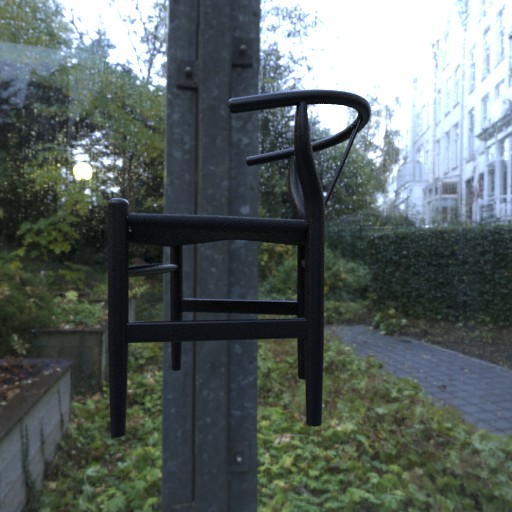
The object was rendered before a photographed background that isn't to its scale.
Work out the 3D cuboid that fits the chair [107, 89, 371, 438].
[{"bbox_3d":[0.000,0.000,1.153,0.579,0.730,0.569,0,0,3],"label":"chair"}]
